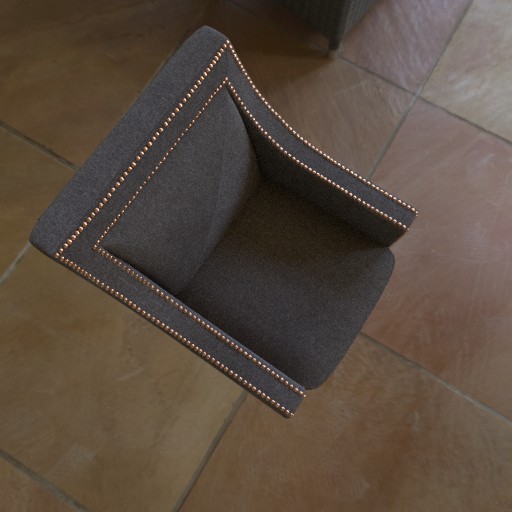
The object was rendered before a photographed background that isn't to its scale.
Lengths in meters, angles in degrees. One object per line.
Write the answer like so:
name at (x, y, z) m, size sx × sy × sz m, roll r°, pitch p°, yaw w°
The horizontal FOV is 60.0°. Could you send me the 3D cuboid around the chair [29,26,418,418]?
chair at (0.000, 0.000, 1.565) m, size 0.884 × 0.967 × 0.776 m, roll 33°, pitch 79°, yaw 8°
